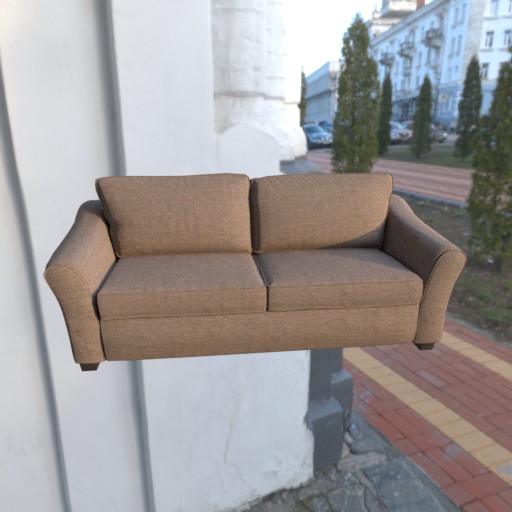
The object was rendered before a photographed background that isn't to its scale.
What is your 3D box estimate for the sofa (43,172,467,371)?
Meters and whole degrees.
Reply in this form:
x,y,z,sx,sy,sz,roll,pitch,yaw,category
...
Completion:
x,y,z,sx,sy,sz,roll,pitch,yaw,category
0.000,0.000,2.758,2.270,0.965,0.980,-2,17,-7,sofa
